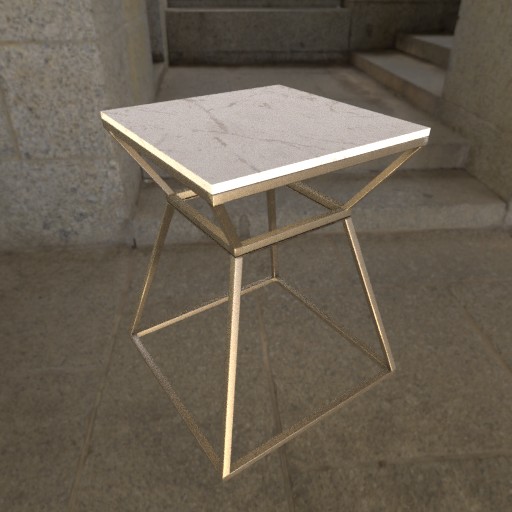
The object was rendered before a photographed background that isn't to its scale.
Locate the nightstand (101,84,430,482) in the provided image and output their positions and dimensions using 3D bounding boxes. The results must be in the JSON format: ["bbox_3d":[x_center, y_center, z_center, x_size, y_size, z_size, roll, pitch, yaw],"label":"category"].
[{"bbox_3d":[0.000,0.000,0.905,0.455,0.554,0.455,-20,38,-29],"label":"nightstand"}]
